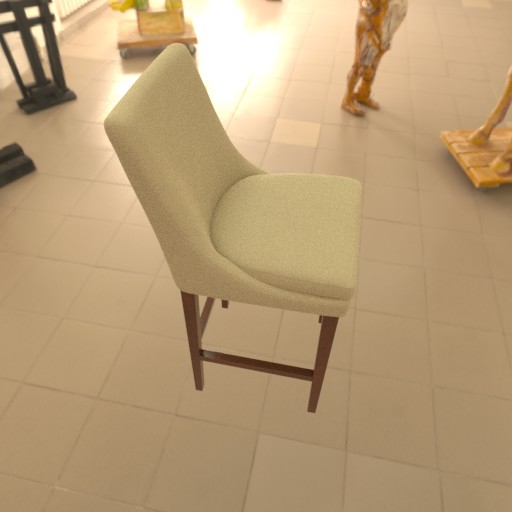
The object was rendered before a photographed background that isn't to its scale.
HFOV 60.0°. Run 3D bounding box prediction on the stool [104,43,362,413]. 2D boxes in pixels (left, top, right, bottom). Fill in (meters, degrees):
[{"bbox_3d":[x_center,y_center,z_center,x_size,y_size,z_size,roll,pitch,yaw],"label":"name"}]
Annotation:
[{"bbox_3d":[0.000,0.000,1.355,0.577,1.078,0.470,8,47,8],"label":"stool"}]
